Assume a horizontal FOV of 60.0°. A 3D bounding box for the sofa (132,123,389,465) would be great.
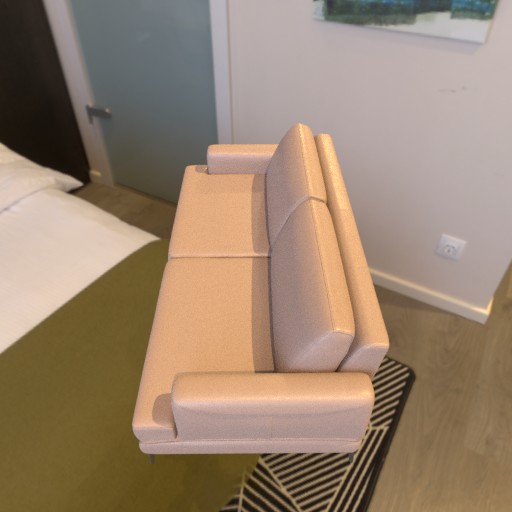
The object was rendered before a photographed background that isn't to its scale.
[{"bbox_3d":[0.000,0.000,2.386,0.974,0.765,1.940,0,42,0],"label":"sofa"}]
